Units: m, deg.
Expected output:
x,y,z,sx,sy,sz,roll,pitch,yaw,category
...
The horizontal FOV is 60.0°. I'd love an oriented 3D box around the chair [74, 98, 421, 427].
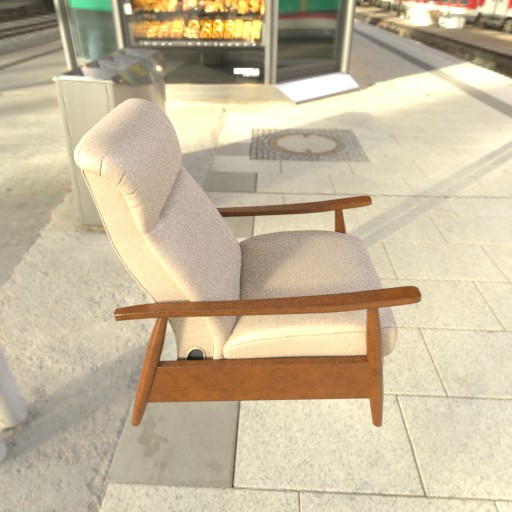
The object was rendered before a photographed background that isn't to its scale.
x,y,z,sx,sy,sz,roll,pitch,yaw,category
0.000,0.000,1.728,1.030,1.082,0.762,0,32,0,chair
